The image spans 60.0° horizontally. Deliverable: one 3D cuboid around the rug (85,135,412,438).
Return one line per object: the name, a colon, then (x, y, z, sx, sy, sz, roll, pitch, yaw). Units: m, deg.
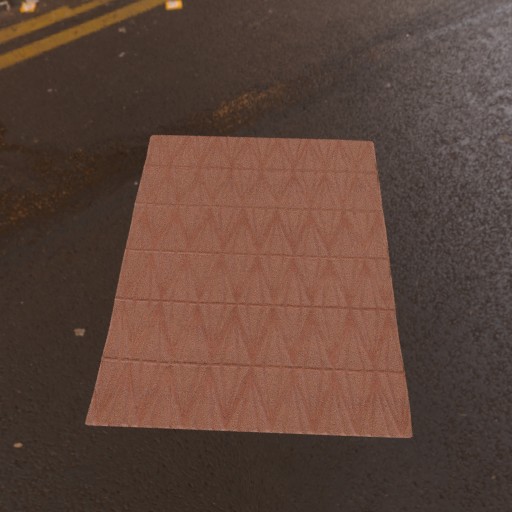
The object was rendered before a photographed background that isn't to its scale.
rug: (0.000, 0.000, 4.078, 2.453, 0.043, 3.052, 2, 59, 1)
